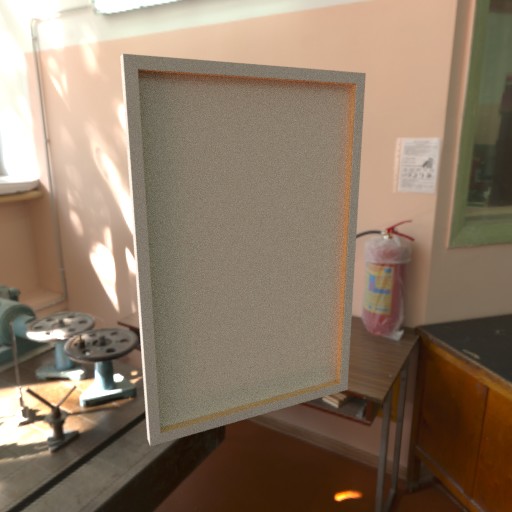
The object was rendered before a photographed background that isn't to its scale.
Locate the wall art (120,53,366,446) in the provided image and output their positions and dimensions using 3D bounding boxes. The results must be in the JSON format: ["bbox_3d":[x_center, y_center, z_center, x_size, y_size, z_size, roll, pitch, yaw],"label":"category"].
[{"bbox_3d":[0.000,0.000,1.143,0.607,0.912,0.038,-7,16,-25],"label":"wall art"}]
